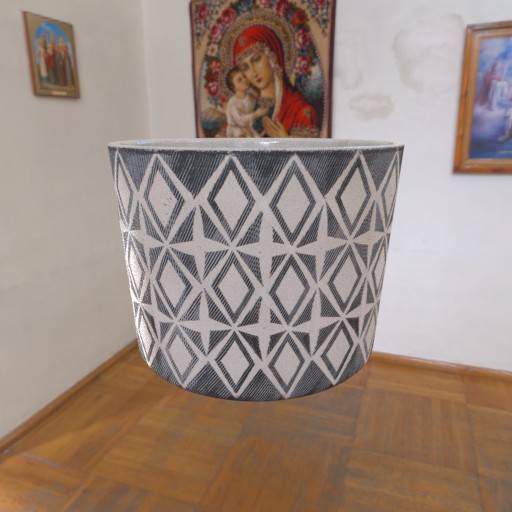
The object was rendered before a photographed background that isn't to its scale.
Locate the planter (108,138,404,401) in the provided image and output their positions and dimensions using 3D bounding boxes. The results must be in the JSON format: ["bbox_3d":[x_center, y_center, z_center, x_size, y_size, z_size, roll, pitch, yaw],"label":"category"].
[{"bbox_3d":[0.000,0.000,0.438,0.260,0.220,0.260,0,16,0],"label":"planter"}]
